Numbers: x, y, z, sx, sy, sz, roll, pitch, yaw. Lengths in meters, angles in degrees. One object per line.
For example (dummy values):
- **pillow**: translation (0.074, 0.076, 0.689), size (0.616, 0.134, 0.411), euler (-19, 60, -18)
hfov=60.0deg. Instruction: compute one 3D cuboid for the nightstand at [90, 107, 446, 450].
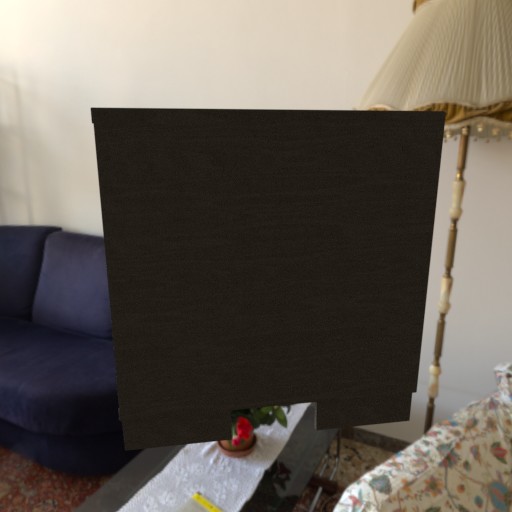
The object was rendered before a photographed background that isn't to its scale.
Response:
- **nightstand**: translation (0.000, 0.000, 0.744), size (0.427, 0.448, 0.347), euler (-2, 15, -9)
